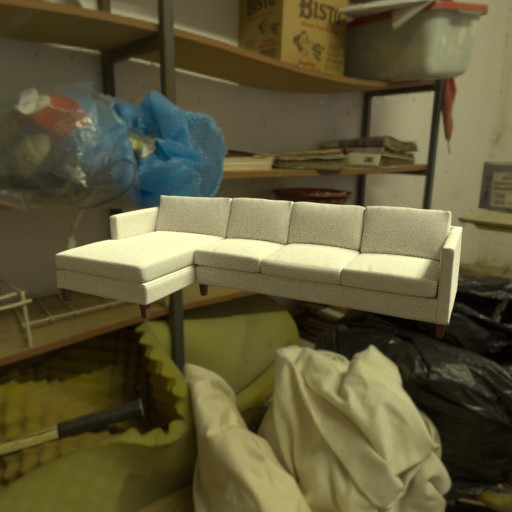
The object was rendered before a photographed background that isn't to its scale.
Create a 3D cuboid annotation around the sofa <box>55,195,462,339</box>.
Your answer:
[{"bbox_3d":[0.000,0.000,3.869,3.186,0.846,1.625,7,16,26],"label":"sofa"}]
